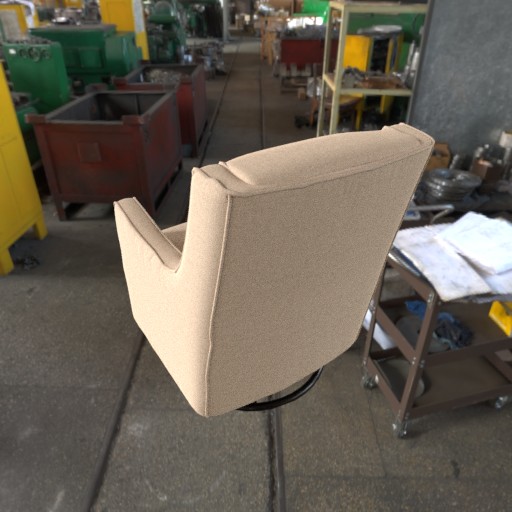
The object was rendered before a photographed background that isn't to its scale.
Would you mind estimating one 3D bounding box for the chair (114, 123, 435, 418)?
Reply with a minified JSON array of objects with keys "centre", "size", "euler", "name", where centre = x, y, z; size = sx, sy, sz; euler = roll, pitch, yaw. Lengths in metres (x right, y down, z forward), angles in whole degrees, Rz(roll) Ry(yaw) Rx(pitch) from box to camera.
[{"centre":[0.000,0.000,1.569],"size":[0.732,0.993,0.879],"euler":[-19,36,-28],"name":"chair"}]
